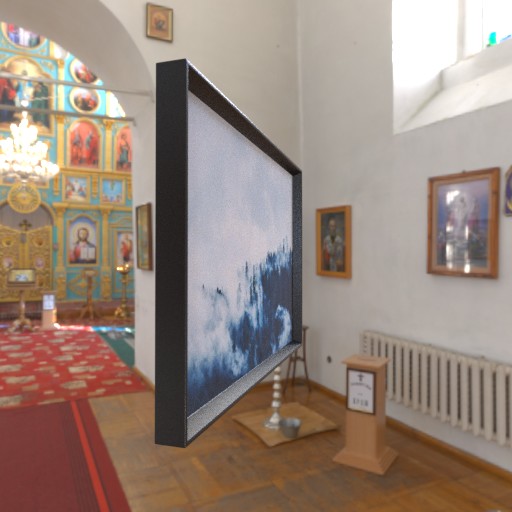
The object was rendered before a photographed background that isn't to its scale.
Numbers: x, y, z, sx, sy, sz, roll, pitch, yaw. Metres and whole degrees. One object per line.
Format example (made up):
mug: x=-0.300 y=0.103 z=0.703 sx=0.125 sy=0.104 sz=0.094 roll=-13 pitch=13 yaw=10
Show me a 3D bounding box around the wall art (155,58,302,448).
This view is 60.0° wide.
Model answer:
wall art: x=0.000 y=0.000 z=1.182 sx=0.058 sy=0.640 sz=0.939 roll=0 pitch=-1 yaw=18
